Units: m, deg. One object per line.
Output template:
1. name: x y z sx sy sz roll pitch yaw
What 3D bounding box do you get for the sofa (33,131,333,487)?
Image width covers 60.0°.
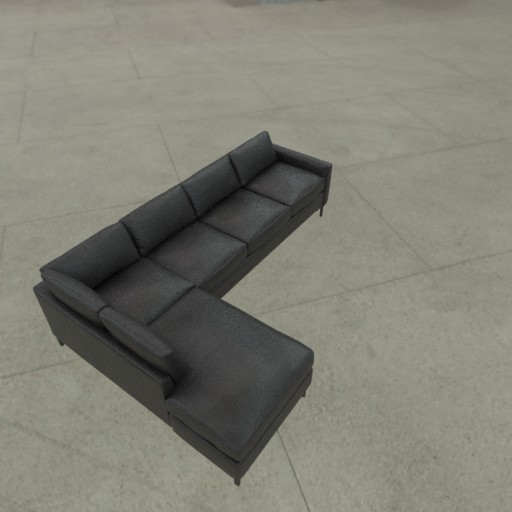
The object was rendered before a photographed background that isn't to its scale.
1. sofa: 0.000 0.000 3.823 1.938 0.877 2.984 25 47 27
